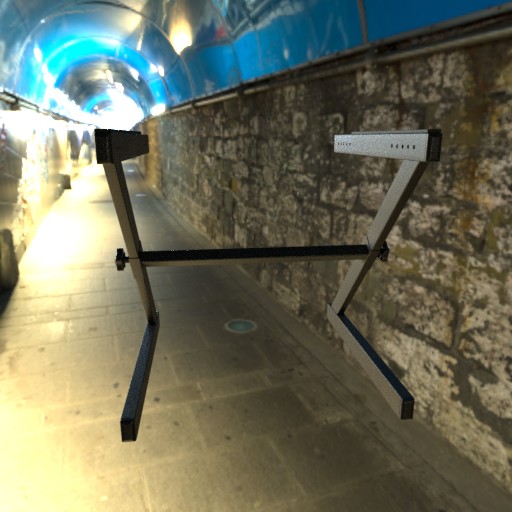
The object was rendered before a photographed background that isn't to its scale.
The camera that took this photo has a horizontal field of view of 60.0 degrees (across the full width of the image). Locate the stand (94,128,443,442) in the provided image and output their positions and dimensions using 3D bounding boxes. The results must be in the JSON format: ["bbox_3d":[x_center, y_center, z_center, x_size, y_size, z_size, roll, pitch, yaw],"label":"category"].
[{"bbox_3d":[0.000,0.000,1.136,0.700,0.617,0.586,-2,15,-7],"label":"stand"}]
